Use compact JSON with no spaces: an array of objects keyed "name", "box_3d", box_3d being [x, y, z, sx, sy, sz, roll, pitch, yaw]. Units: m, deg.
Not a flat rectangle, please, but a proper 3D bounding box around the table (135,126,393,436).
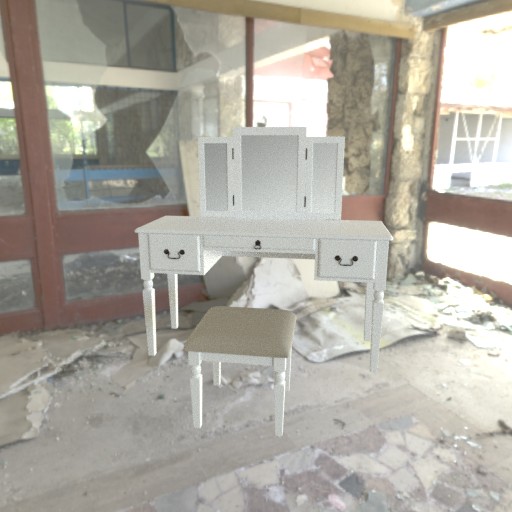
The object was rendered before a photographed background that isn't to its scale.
[{"name":"table","box_3d":[0.000,0.000,2.270,1.369,1.310,1.115,2,14,9]}]
